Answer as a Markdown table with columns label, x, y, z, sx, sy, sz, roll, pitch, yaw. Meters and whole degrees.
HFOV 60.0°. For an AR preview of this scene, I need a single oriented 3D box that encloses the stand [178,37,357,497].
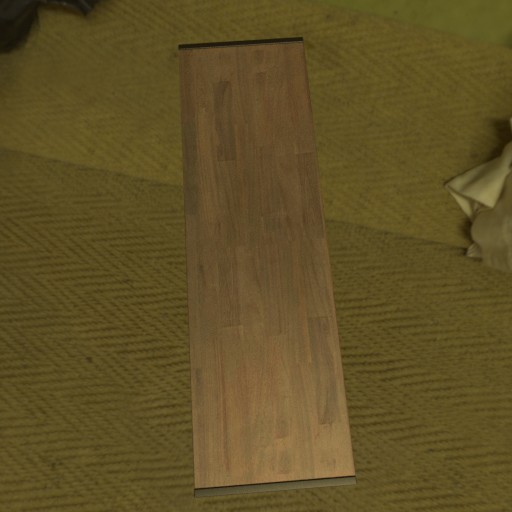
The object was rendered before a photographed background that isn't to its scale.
| label | x | y | z | sx | sy | sz | roll | pitch | yaw |
| --- | --- | --- | --- | --- | --- | --- | --- | --- | --- |
| stand | 0.000 | 0.000 | 1.655 | 0.454 | 0.506 | 1.480 | -4 | 75 | -1 |
